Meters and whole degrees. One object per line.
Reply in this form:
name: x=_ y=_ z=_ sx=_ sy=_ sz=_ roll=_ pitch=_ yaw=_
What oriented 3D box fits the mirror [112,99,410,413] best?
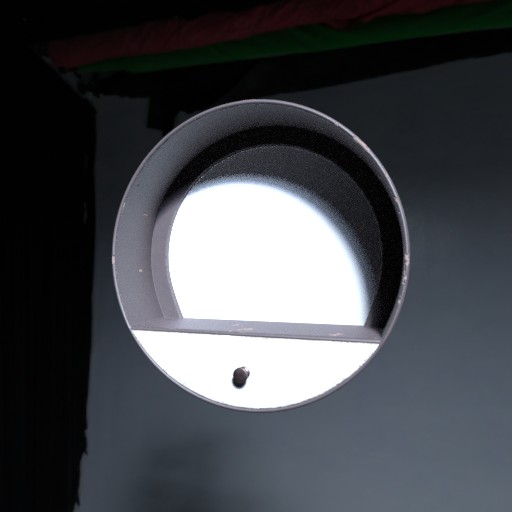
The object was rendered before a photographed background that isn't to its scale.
mirror: x=0.000 y=0.000 z=0.590 sx=0.386 sy=0.386 sz=0.126 roll=0 pitch=0 yaw=18
